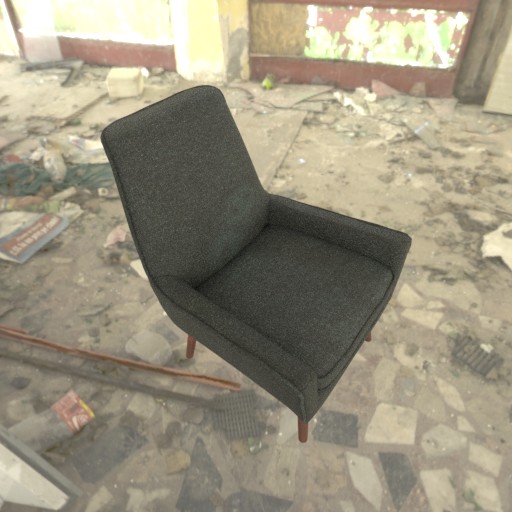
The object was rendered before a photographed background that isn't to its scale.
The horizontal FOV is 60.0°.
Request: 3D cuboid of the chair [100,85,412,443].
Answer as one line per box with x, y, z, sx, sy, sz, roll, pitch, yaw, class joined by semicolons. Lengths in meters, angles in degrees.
0.000;0.000;1.516;0.859;0.883;0.763;25;47;26;chair
